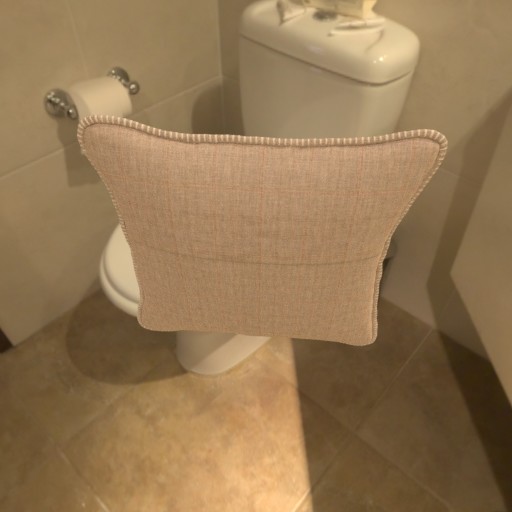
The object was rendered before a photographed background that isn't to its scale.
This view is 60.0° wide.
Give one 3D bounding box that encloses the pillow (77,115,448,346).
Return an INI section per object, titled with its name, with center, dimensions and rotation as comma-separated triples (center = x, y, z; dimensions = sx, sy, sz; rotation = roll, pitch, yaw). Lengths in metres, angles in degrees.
[pillow]
center = 0.000, 0.000, 0.738
dimensions = 0.485, 0.494, 0.124
rotation = 4, 47, 3
